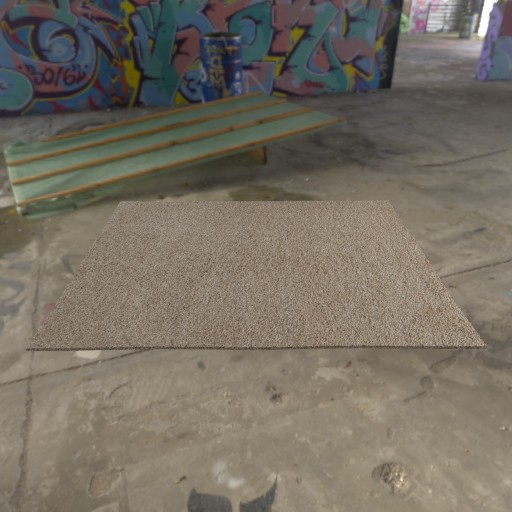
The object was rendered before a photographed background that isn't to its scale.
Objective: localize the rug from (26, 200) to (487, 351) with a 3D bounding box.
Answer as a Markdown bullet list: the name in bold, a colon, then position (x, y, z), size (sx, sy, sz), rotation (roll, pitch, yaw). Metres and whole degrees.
- **rug**: position (0.000, 0.000, 3.918), size (3.000, 0.025, 2.400), rotation (0, 30, 0)
